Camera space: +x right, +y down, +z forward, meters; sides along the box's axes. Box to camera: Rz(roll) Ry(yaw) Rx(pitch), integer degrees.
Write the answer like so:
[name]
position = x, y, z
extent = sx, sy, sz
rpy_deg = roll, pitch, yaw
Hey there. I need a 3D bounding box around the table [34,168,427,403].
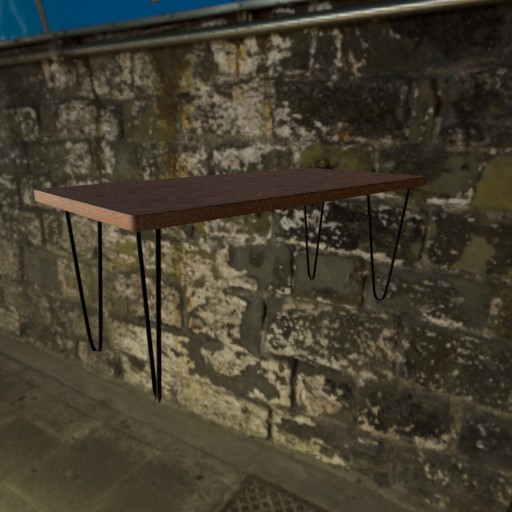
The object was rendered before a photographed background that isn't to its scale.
[table]
position = 0.000, 0.000, 2.272
extent = 1.791, 0.753, 0.883
rpy_deg = -14, 21, -41
